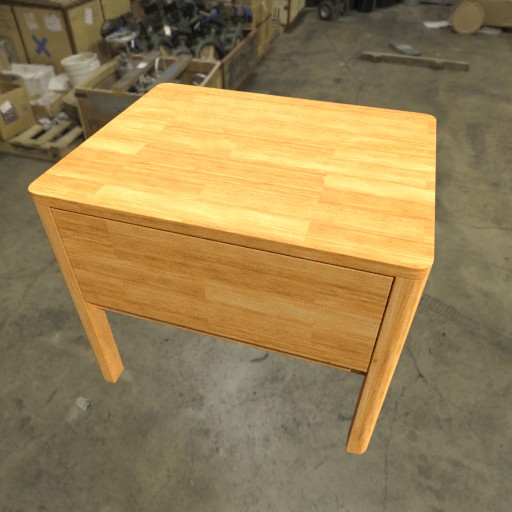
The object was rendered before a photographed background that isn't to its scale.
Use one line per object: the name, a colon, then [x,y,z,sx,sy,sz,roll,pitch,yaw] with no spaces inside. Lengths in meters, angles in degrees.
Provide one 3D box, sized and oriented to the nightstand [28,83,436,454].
nightstand: [0.000,0.000,0.879,0.560,0.470,0.440,12,43,13]
